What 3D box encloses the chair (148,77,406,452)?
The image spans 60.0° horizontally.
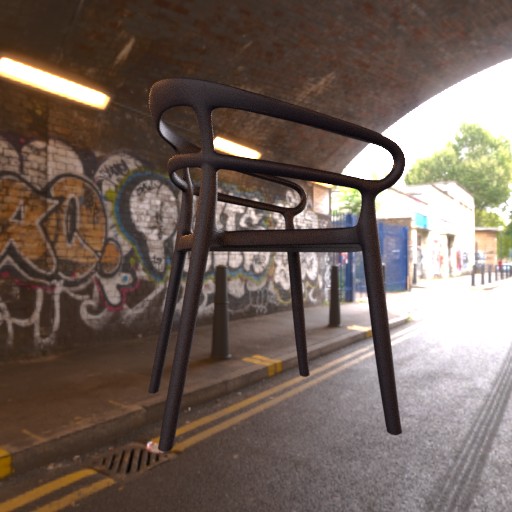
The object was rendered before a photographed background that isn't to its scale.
[{"bbox_3d":[0.000,0.000,1.117,0.527,0.761,0.559,0,-1,-16],"label":"chair"}]
